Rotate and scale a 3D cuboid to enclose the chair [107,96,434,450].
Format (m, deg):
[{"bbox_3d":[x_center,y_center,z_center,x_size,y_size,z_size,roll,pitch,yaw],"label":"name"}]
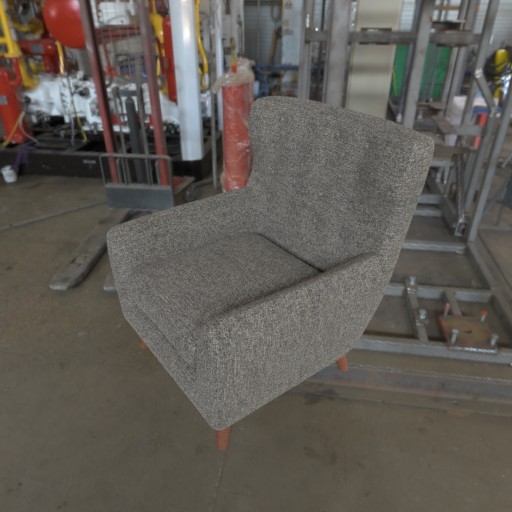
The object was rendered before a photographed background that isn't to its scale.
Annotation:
[{"bbox_3d":[0.000,0.000,1.782,0.940,1.039,0.889,-21,37,-31],"label":"chair"}]
